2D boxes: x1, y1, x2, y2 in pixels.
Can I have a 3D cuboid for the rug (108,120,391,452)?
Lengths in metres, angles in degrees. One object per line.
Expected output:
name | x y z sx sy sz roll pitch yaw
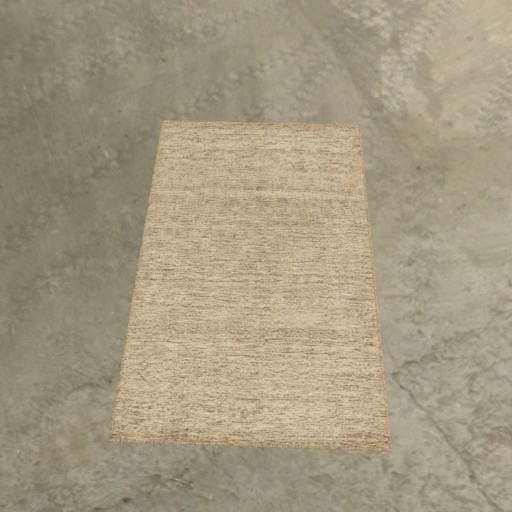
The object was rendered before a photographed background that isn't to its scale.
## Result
rug | 0.000 0.000 2.299 1.211 0.018 1.822 2 63 1
